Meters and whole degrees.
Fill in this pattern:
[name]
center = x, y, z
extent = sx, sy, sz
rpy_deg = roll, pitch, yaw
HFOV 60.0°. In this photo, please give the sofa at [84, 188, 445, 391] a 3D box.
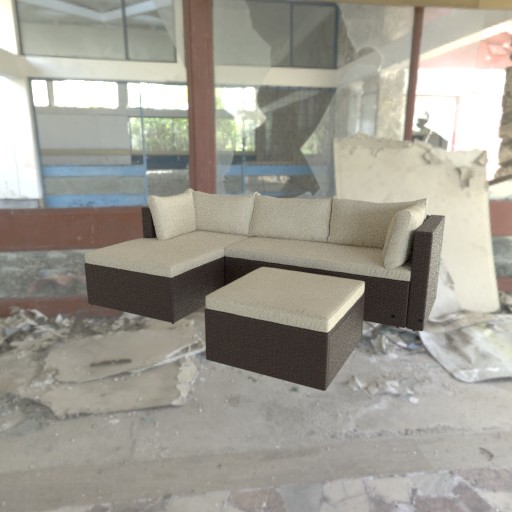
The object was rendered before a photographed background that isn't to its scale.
[sofa]
center = 0.000, 0.000, 3.013
extent = 2.192, 0.766, 1.612
rpy_deg = 8, 16, 27
